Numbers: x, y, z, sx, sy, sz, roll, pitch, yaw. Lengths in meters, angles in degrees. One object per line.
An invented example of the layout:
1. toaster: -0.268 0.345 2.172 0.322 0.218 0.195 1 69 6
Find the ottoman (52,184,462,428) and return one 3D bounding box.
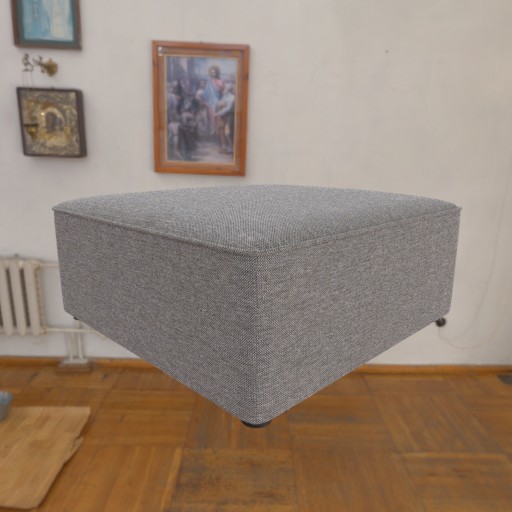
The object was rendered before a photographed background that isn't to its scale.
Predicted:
1. ottoman: 0.000 0.000 1.535 1.005 0.455 1.005 -13 18 -43
